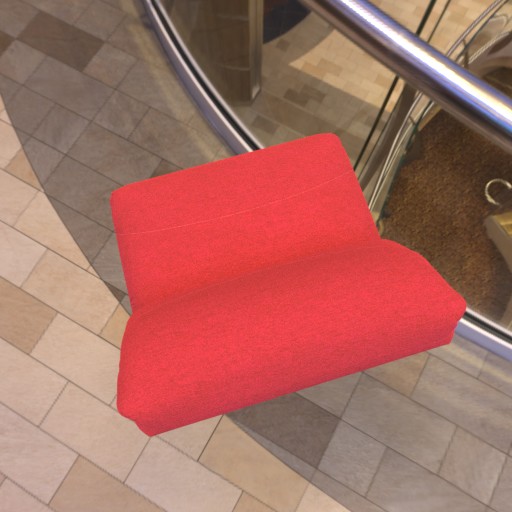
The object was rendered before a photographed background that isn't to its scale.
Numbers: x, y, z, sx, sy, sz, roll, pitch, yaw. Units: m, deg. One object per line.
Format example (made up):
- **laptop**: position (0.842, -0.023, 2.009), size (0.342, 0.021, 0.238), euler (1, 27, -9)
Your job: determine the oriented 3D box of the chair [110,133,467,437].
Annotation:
- **chair**: position (0.000, 0.000, 1.306), size (0.820, 0.580, 0.780), euler (-16, 75, -4)
